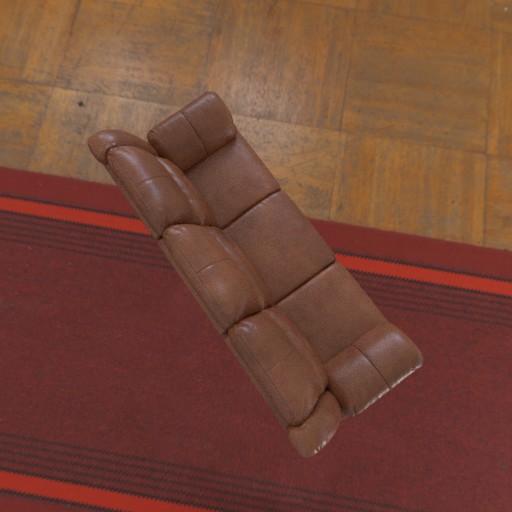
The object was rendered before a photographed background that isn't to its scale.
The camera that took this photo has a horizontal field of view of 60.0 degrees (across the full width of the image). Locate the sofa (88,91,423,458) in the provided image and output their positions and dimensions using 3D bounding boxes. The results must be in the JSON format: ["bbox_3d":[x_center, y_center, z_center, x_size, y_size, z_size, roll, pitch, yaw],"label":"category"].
[{"bbox_3d":[0.000,0.000,2.951,0.991,1.043,2.337,-35,79,-8],"label":"sofa"}]
